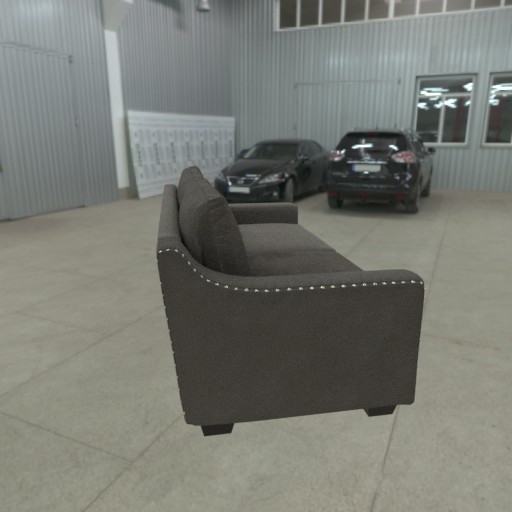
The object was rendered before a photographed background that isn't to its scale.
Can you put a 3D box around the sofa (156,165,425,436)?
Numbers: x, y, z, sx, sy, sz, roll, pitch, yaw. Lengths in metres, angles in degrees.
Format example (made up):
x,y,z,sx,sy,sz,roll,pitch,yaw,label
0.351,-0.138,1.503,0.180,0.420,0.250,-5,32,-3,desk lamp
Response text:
x,y,z,sx,sy,sz,roll,pitch,yaw,label
0.000,0.000,3.304,1.336,1.196,2.550,-3,16,-10,sofa
